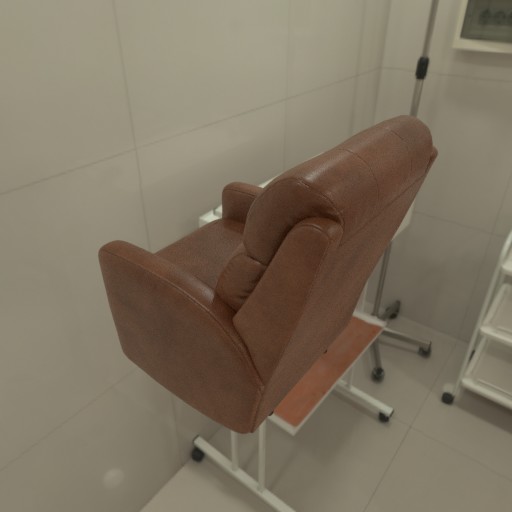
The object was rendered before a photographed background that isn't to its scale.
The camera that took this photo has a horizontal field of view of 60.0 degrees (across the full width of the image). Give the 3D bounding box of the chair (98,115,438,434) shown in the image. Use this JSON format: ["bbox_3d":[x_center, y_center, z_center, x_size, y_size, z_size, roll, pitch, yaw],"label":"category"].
[{"bbox_3d":[0.000,0.000,1.628,0.939,1.016,0.787,22,39,31],"label":"chair"}]
